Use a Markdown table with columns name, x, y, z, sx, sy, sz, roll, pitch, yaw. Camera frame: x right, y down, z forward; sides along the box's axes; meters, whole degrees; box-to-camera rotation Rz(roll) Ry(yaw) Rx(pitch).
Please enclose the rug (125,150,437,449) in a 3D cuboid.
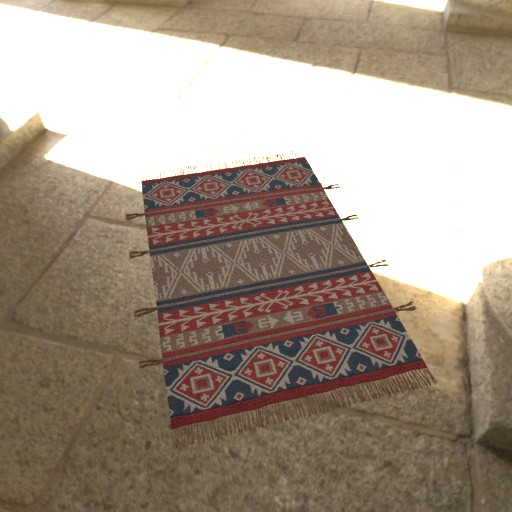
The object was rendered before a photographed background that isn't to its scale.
| name | x | y | z | sx | sy | sz | roll | pitch | yaw |
| --- | --- | --- | --- | --- | --- | --- | --- | --- | --- |
| rug | 0.000 | 0.000 | 3.174 | 1.778 | 0.048 | 2.450 | -10 | 47 | -10 |
